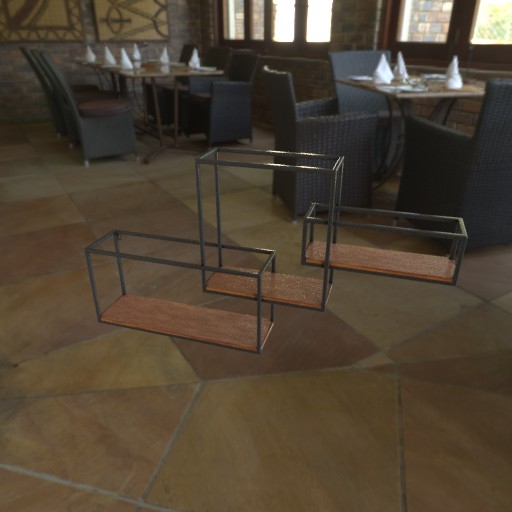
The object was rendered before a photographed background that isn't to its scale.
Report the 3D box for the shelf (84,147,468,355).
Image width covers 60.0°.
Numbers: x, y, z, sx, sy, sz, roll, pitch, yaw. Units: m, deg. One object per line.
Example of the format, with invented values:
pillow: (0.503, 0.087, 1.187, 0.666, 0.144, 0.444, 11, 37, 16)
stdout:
shelf: (0.000, 0.000, 2.157, 1.781, 0.972, 0.275, 8, 28, 16)
